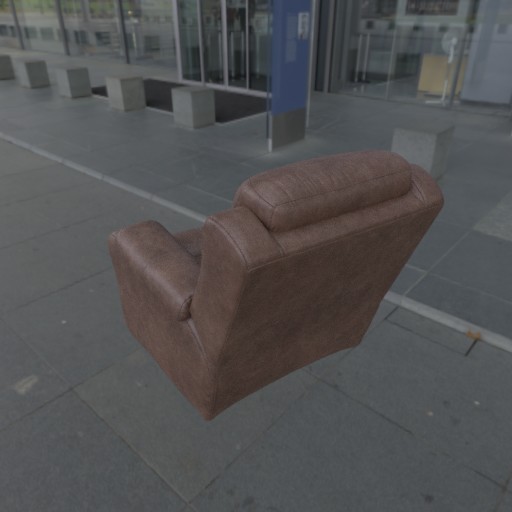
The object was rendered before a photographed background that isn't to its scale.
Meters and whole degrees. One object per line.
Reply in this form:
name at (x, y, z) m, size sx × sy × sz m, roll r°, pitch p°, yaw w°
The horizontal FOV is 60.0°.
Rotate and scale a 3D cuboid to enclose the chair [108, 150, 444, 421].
chair at (0.000, 0.000, 1.782) m, size 0.940 × 0.990 × 1.067 m, roll -18°, pitch 34°, yaw -28°
